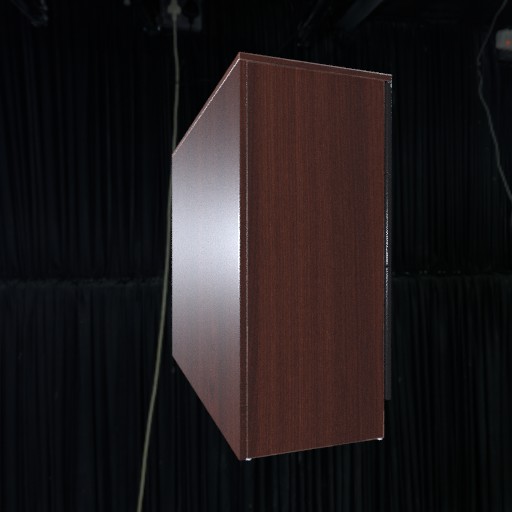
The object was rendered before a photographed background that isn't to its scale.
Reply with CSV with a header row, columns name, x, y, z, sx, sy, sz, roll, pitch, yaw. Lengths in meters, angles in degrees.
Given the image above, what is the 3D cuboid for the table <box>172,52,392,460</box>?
name,x,y,z,sx,sy,sz,roll,pitch,yaw
table,0.000,0.000,1.355,0.380,0.790,0.930,0,0,-19
